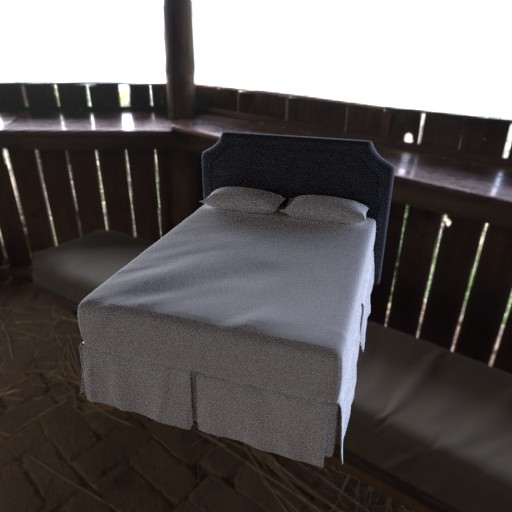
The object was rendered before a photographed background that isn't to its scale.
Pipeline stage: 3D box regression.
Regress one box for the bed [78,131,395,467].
[{"bbox_3d":[0.000,0.000,3.118,1.693,1.290,2.116,8,27,16],"label":"bed"}]
